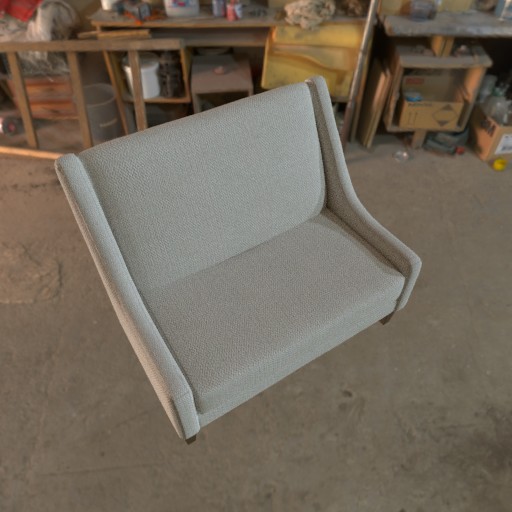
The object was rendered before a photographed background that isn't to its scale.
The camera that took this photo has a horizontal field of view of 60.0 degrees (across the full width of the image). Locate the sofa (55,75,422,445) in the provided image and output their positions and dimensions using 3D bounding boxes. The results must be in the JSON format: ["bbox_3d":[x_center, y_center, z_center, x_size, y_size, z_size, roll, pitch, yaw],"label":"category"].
[{"bbox_3d":[0.000,0.000,1.947,1.242,1.022,0.870,-25,52,-21],"label":"sofa"}]
